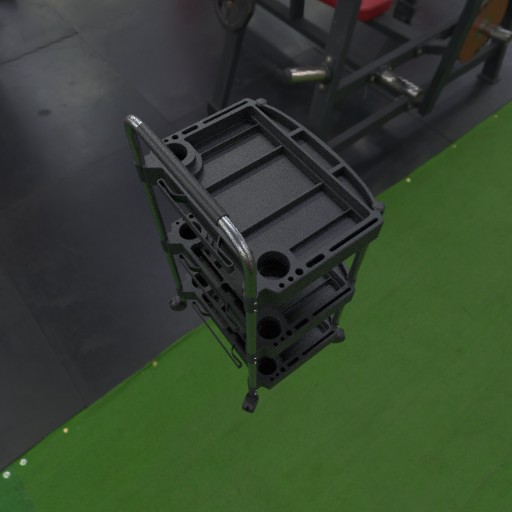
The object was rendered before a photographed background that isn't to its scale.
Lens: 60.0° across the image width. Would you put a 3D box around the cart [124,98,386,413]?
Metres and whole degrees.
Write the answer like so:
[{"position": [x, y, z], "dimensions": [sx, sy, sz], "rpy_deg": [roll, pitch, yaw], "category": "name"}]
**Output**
[{"position": [0.000, 0.000, 1.421], "dimensions": [0.518, 1.075, 0.584], "rpy_deg": [-33, 64, -18], "category": "cart"}]
